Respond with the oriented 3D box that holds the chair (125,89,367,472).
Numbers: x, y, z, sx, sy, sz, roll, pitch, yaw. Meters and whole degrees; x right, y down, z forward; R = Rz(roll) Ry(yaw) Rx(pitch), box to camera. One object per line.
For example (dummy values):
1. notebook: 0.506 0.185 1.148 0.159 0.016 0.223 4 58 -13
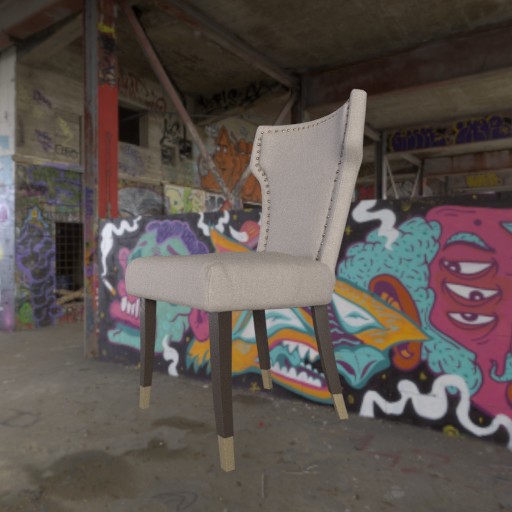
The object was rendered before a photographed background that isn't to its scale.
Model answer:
1. chair: 0.000 0.000 1.334 0.630 0.950 0.526 0 0 -36
